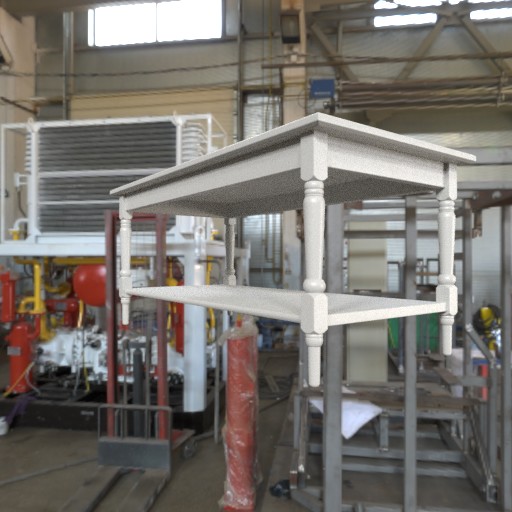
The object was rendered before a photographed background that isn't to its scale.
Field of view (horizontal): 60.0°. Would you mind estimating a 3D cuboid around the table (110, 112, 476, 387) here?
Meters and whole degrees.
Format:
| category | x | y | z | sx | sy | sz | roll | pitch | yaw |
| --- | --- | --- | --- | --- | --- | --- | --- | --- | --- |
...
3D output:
| category | x | y | z | sx | sy | sz | roll | pitch | yaw |
| --- | --- | --- | --- | --- | --- | --- | --- | --- | --- |
| table | 0.000 | 0.000 | 1.389 | 0.551 | 0.506 | 1.109 | 0 | -1 | -37 |
